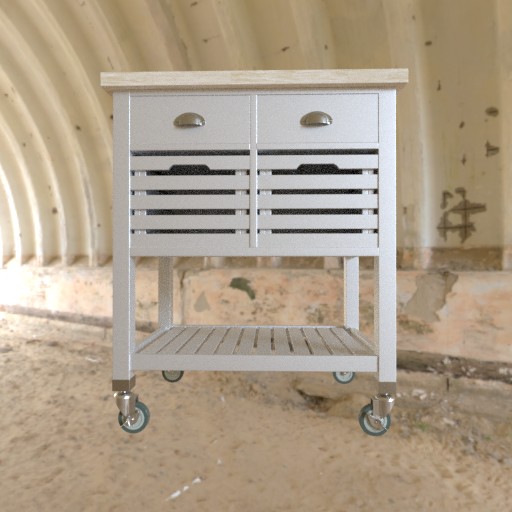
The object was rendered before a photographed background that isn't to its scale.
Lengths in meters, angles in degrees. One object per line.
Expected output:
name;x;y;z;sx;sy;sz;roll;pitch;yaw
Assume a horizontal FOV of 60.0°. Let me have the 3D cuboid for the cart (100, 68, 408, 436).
cart;0.000;0.000;1.372;0.762;0.914;0.559;0;0;2
